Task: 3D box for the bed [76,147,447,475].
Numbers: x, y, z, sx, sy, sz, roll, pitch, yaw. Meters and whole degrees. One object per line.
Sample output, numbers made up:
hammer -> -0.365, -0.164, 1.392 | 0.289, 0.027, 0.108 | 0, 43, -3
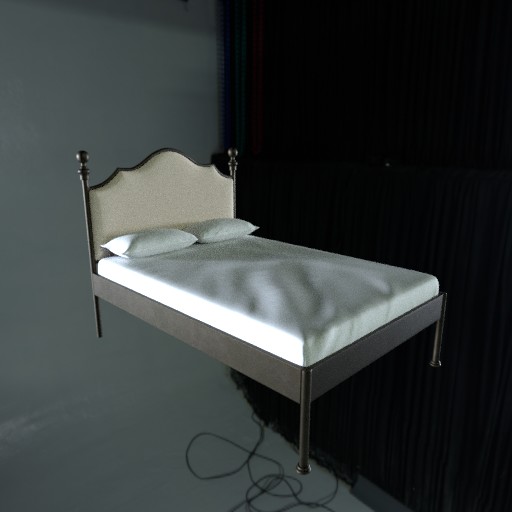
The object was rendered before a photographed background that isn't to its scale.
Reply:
bed -> 0.000, 0.000, 3.139 | 1.533, 1.462, 2.170 | -14, 20, -43
